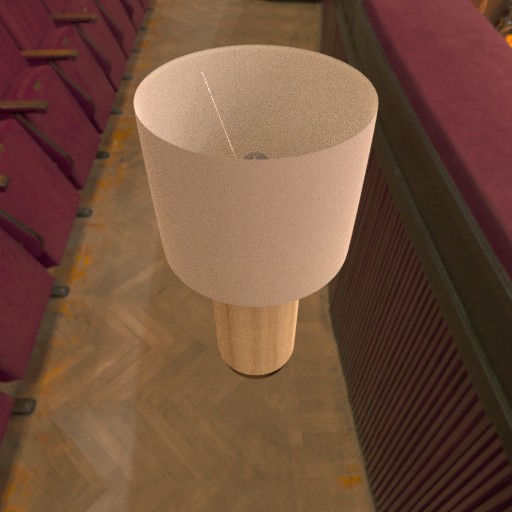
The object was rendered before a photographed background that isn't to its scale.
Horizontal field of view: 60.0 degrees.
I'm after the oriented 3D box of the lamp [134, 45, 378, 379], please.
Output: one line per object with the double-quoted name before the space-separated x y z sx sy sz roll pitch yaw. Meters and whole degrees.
"lamp" 0.000 0.000 0.576 0.228 0.444 0.228 -2 46 -2
